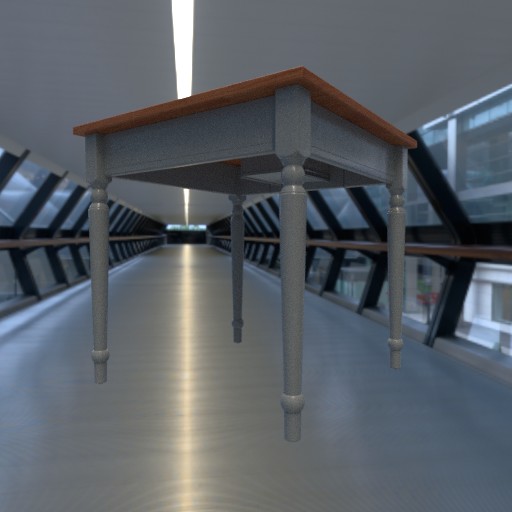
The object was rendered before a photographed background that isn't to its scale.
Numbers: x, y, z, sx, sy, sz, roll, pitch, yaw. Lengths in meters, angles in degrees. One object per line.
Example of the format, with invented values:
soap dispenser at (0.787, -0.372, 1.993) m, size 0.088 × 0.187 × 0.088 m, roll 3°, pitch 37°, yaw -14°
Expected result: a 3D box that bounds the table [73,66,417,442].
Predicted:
table at (0.000, 0.000, 1.356) m, size 0.747 × 0.738 × 0.747 m, roll 1°, pitch 2°, yaw 36°
